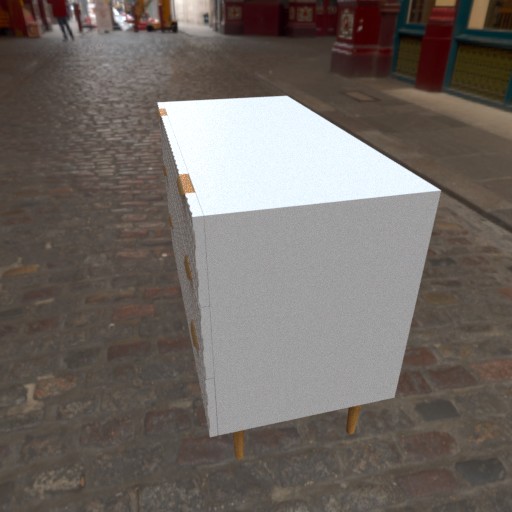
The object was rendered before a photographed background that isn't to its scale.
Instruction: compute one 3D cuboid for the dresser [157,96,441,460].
[{"bbox_3d":[0.000,0.000,1.309,0.457,0.721,0.905,-7,31,-12],"label":"dresser"}]
